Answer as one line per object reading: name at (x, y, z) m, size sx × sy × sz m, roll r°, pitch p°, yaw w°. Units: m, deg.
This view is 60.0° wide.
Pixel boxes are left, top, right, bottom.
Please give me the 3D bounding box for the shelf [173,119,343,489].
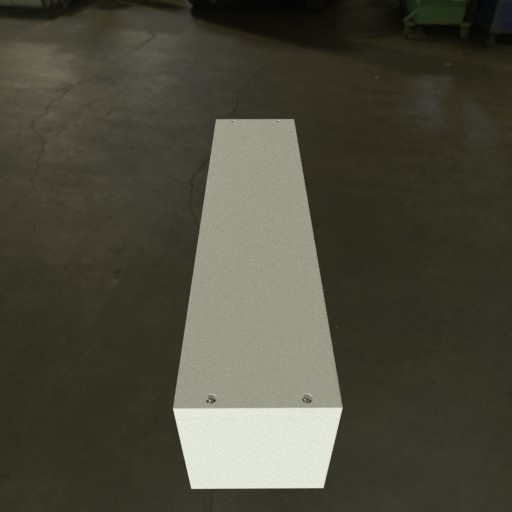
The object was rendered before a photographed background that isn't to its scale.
shelf at (0.000, 0.000, 0.677) m, size 0.150 × 0.170 × 0.610 m, roll 0°, pitch 41°, yaw 0°
